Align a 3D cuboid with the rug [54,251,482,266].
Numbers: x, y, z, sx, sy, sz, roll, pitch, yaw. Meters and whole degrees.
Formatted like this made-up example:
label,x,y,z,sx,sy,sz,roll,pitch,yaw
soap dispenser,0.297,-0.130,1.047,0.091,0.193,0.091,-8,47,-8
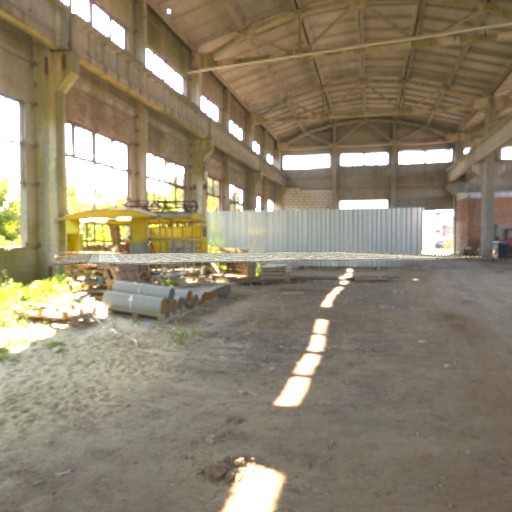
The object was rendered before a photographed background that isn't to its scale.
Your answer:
label,x,y,z,sx,sy,sz,roll,pitch,yaw
rug,0.000,0.000,3.045,2.431,0.025,1.530,-1,2,-19
